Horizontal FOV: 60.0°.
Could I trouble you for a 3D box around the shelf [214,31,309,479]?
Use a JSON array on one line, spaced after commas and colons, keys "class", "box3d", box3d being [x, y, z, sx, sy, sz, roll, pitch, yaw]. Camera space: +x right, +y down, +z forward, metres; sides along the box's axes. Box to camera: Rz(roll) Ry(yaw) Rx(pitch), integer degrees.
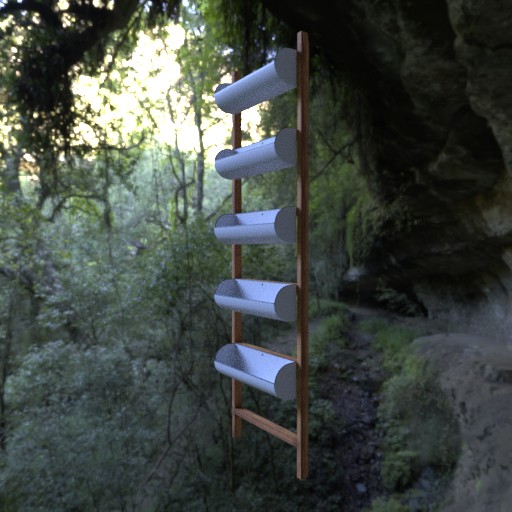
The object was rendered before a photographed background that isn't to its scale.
[{"class": "shelf", "box3d": [0.000, 0.000, 1.742, 0.141, 1.600, 0.454, -1, 1, -36]}]
